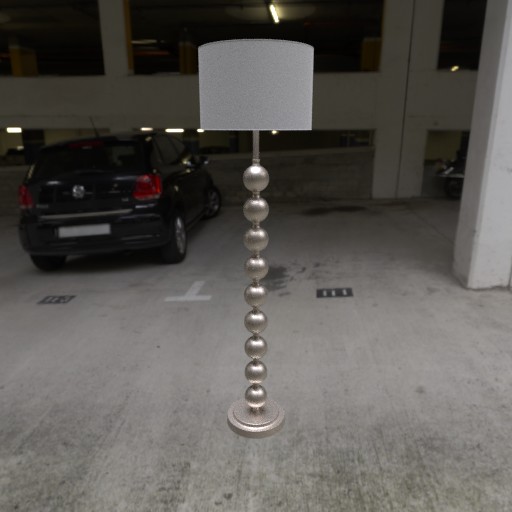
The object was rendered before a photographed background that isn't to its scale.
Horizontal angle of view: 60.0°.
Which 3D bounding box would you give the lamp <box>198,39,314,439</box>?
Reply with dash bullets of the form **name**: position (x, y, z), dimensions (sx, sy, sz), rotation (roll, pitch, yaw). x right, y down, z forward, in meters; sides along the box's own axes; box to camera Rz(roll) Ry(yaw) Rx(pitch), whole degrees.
- **lamp**: position (0.000, 0.000, 1.715), dimensions (0.394, 1.474, 0.394), rotation (2, 16, 6)
